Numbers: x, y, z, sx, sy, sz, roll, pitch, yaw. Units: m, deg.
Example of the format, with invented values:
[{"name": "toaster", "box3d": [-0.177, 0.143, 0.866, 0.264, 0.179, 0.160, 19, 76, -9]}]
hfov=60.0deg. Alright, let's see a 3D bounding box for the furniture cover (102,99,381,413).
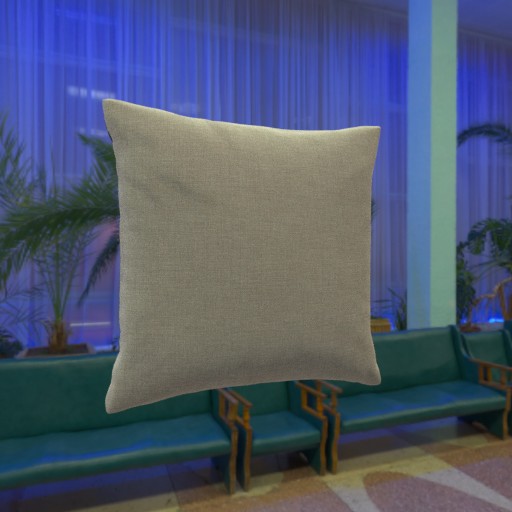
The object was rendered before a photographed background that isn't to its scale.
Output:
[{"name": "furniture cover", "box3d": [0.000, 0.000, 0.790, 0.517, 0.508, 0.158, 0, 0, -19]}]
